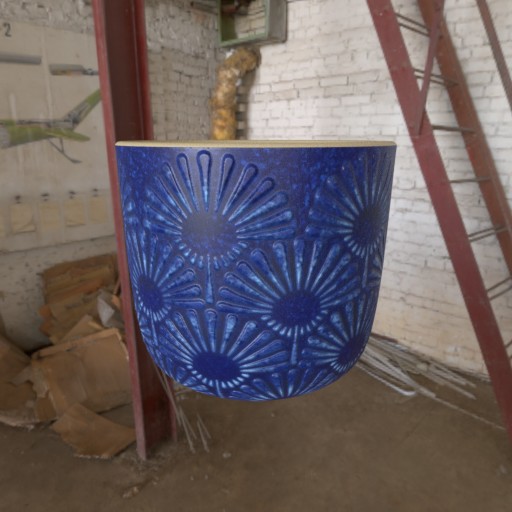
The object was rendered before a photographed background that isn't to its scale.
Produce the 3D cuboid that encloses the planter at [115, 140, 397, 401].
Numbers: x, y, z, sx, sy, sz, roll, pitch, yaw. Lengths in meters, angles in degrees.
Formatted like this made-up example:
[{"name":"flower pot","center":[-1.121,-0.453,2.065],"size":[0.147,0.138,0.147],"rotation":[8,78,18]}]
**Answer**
[{"name":"planter","center":[0.000,0.000,0.217],"size":[0.124,0.109,0.124],"rotation":[0,15,0]}]
